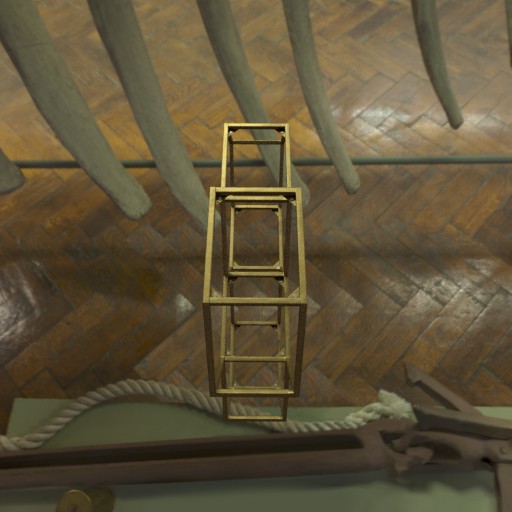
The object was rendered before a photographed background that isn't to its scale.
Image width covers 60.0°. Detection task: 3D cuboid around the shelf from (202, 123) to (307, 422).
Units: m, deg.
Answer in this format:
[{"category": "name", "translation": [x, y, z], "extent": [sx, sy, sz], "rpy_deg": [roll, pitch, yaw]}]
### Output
[{"category": "shelf", "translation": [0.000, 0.000, 1.060], "extent": [0.150, 0.701, 0.708], "rpy_deg": [0, 63, 0]}]
